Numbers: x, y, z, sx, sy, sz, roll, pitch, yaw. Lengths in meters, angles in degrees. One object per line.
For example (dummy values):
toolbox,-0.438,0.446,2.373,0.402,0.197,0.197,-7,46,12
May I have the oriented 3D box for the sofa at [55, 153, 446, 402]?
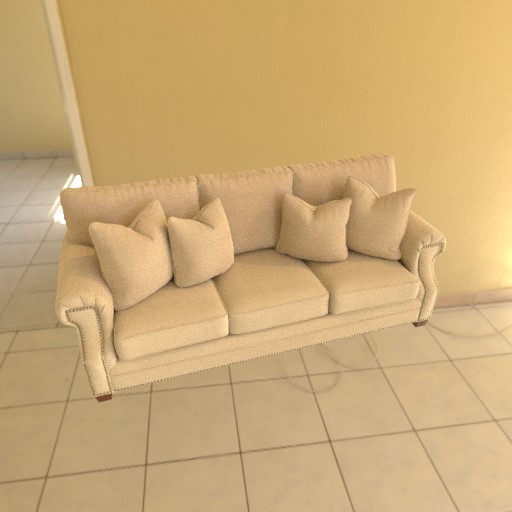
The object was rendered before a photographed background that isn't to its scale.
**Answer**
sofa,0.000,0.000,2.813,2.312,0.975,0.965,-9,32,-16
